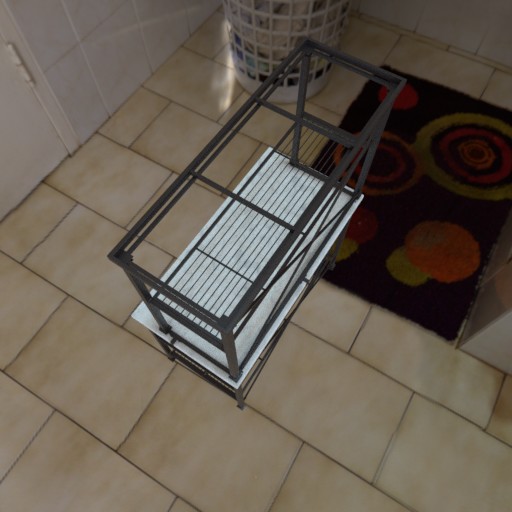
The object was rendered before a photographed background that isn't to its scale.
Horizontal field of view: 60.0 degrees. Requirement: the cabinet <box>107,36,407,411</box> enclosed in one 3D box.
[{"bbox_3d":[0.000,0.000,2.273,0.610,1.659,1.210,30,67,14],"label":"cabinet"}]
